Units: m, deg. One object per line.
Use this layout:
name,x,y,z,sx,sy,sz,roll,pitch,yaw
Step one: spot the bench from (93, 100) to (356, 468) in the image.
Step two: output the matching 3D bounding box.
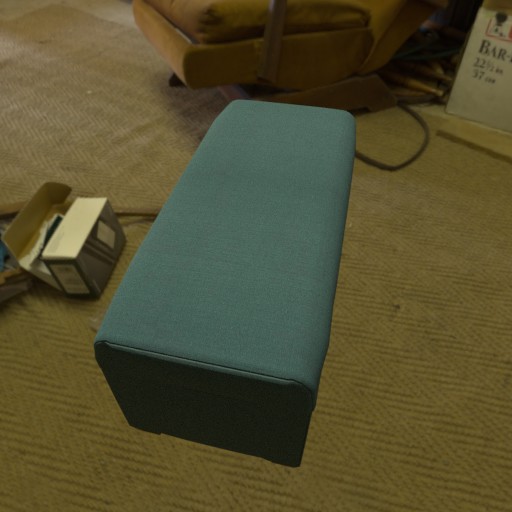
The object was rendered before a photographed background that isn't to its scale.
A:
bench,0.000,0.000,1.278,0.476,0.474,0.995,10,47,9
